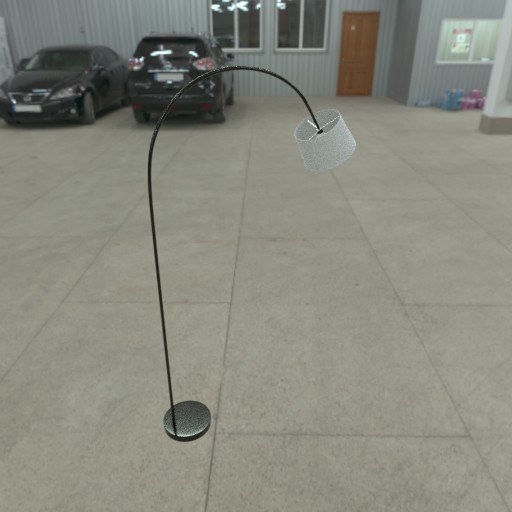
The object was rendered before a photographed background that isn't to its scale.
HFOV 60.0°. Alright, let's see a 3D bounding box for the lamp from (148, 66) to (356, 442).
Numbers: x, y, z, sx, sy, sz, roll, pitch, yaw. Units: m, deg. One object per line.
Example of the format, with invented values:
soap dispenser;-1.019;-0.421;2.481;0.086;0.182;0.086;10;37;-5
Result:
lamp;0.000;0.000;2.660;1.363;2.104;0.331;-17;31;-31
